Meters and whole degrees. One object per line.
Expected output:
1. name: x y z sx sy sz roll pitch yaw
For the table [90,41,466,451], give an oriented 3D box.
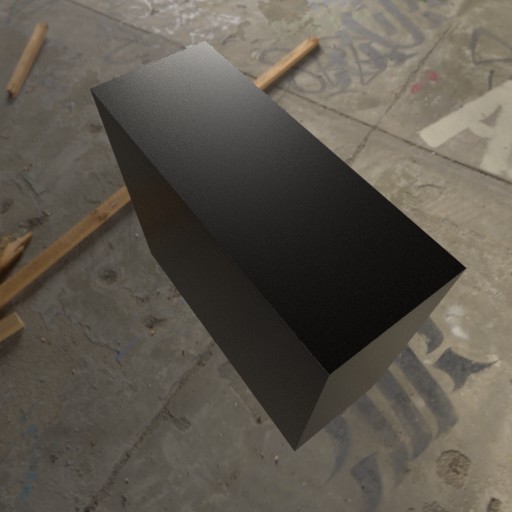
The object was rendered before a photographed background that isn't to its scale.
1. table: 0.000 0.000 1.338 0.380 0.790 0.930 -32 63 -19
